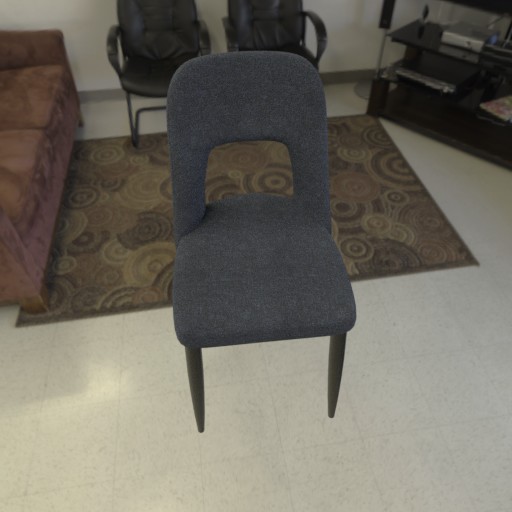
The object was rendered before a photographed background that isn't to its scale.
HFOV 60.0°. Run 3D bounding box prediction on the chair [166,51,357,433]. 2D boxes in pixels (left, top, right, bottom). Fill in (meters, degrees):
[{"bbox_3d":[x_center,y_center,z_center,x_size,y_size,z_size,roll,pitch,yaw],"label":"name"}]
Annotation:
[{"bbox_3d":[0.000,0.000,1.277,0.470,0.931,0.612,-5,47,-4],"label":"chair"}]
